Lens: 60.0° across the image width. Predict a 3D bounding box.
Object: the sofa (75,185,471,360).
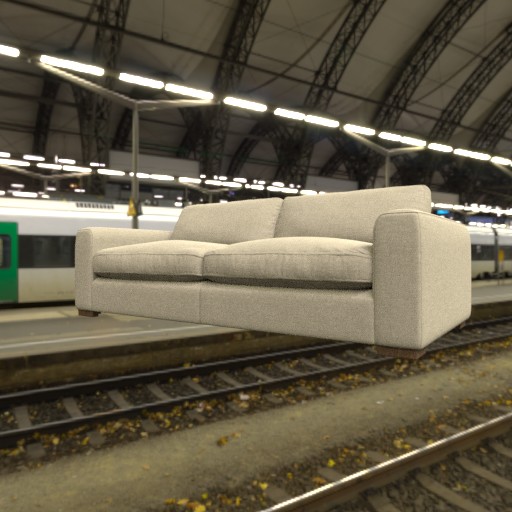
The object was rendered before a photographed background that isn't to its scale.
[{"bbox_3d":[0.000,0.000,2.730,2.262,0.801,1.070,0,0,35],"label":"sofa"}]
